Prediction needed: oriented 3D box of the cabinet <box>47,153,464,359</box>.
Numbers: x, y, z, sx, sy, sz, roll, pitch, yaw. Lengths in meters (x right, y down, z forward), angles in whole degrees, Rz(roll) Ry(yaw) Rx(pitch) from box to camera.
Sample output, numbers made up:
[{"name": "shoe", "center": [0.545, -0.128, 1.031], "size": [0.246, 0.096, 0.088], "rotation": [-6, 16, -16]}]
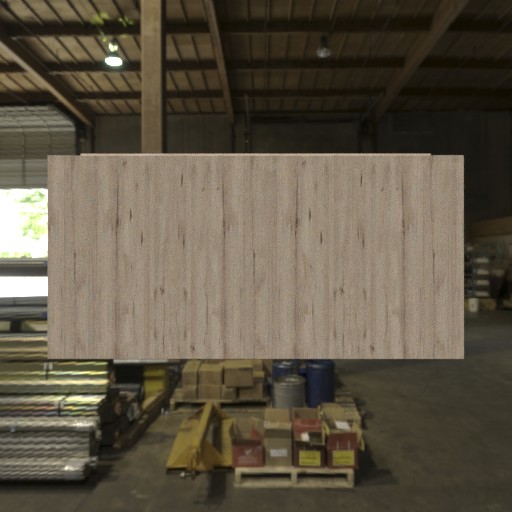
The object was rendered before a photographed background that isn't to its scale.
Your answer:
[{"name": "cabinet", "center": [0.000, 0.000, 3.116], "size": [1.950, 0.970, 2.080], "rotation": [0, 0, 0]}]
